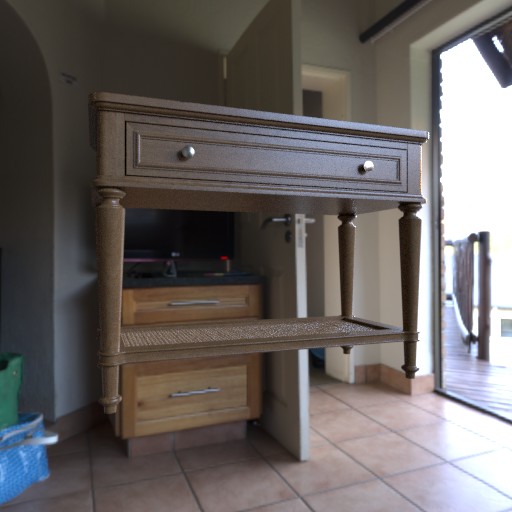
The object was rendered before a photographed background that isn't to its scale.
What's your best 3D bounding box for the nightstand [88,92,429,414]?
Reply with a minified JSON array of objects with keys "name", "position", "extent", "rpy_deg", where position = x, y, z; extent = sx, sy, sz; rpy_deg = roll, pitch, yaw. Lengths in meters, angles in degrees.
[{"name":"nightstand","position":[0.000,0.000,1.296],"extent":[0.914,0.700,0.432],"rpy_deg":[0,0,-20]}]
